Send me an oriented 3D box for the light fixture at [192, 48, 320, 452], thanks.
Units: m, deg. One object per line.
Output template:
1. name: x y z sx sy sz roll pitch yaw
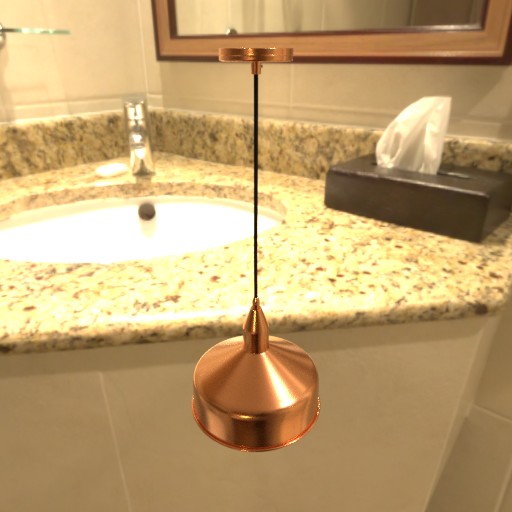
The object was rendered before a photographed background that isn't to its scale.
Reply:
1. light fixture: 0.000 0.000 0.887 0.301 0.754 0.301 0 25 0
